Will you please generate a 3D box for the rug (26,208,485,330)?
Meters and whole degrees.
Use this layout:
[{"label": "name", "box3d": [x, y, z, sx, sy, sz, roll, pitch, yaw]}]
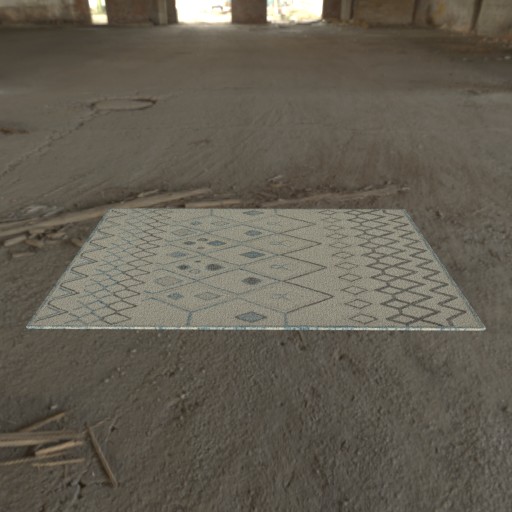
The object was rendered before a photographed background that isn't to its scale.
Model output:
[{"label": "rug", "box3d": [0.000, 0.000, 3.001, 2.439, 0.015, 1.524, 0, 30, 0]}]
